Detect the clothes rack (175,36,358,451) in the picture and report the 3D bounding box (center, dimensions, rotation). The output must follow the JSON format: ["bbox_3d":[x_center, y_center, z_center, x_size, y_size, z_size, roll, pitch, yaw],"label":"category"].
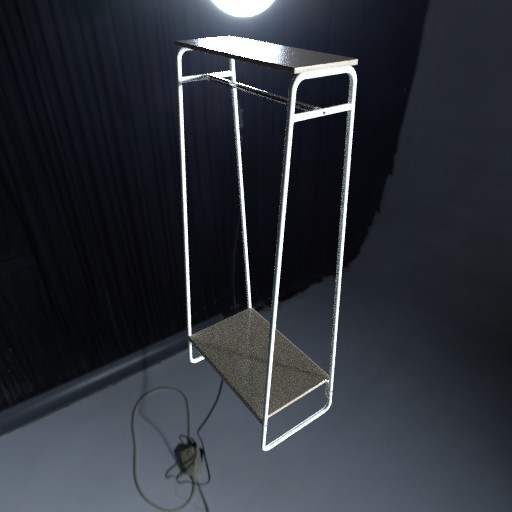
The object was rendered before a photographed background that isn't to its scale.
[{"bbox_3d":[0.000,0.000,1.771,0.400,1.512,0.640,-21,38,-30],"label":"clothes rack"}]
